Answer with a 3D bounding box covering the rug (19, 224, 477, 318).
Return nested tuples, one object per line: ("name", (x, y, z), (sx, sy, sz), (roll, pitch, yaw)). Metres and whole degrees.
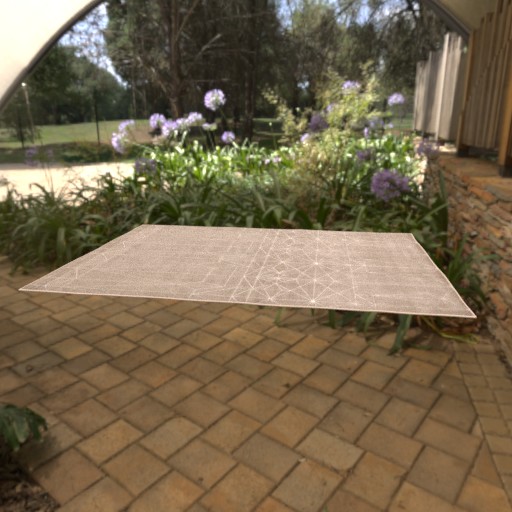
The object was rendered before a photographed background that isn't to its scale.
("rug", (0.000, 0.000, 4.341), (3.357, 0.019, 2.449), (3, 16, 9))
